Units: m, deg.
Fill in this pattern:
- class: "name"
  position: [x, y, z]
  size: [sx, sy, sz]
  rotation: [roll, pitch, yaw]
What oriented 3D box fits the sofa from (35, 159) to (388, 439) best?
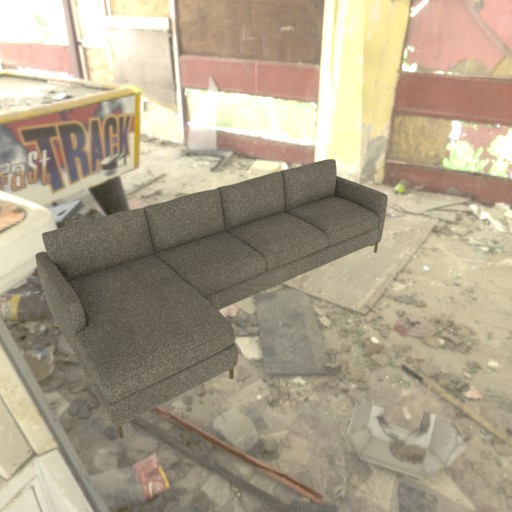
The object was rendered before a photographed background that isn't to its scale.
- class: "sofa"
  position: [0.000, 0.000, 3.473]
  size: [2.932, 0.810, 1.350]
  rotation: [-20, 35, -32]
